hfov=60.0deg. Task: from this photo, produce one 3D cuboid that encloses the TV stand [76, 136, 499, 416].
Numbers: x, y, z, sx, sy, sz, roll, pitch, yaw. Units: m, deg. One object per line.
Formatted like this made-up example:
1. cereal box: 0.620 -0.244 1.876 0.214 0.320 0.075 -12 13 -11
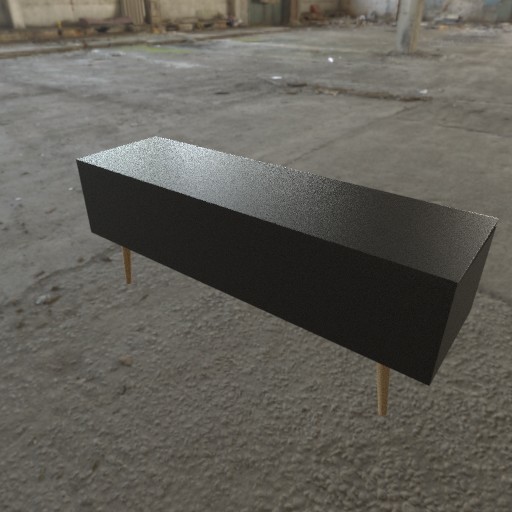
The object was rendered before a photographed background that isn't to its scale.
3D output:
1. TV stand: 0.000 0.000 1.498 1.312 0.518 0.390 21 36 31
